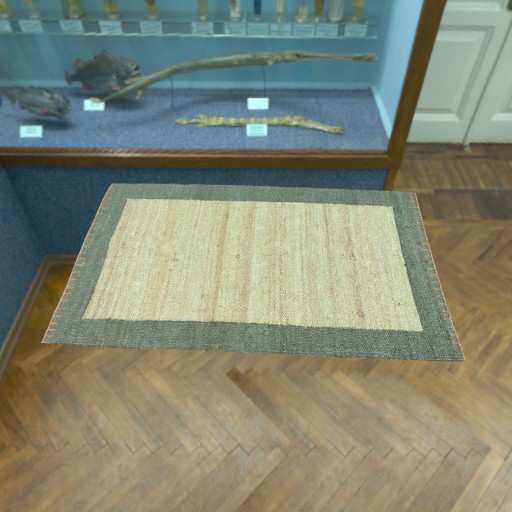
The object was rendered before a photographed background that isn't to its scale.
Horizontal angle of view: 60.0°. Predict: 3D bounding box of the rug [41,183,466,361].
[{"bbox_3d":[0.000,0.000,3.025,2.435,0.006,1.521,2,47,2],"label":"rug"}]
